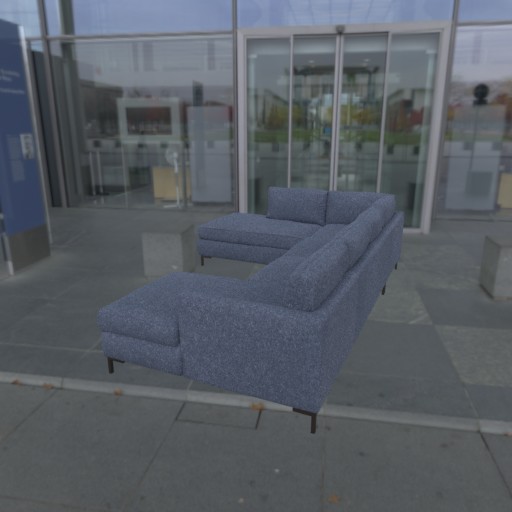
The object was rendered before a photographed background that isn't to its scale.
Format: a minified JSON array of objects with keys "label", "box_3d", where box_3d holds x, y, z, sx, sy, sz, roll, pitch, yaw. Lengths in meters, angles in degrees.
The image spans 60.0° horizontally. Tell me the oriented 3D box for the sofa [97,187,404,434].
[{"label":"sofa","box_3d":[0.000,0.000,3.709,2.007,0.813,2.956,7,18,24]}]
